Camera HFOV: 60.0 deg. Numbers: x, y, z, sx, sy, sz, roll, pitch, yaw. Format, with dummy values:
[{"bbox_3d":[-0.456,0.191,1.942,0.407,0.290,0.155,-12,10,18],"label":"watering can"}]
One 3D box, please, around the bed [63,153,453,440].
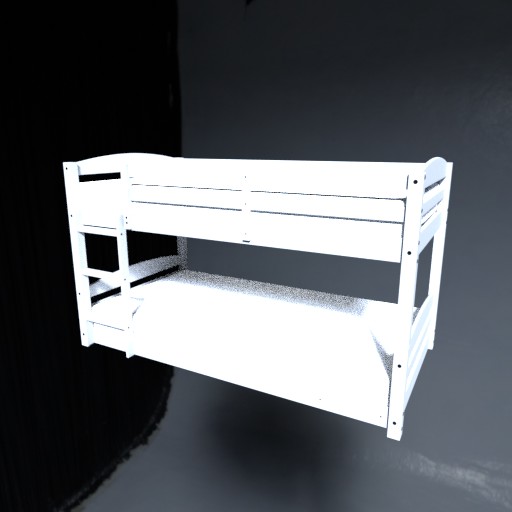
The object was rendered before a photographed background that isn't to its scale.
[{"bbox_3d":[0.000,0.000,2.715,2.013,1.206,1.105,8,16,28],"label":"bed"}]
